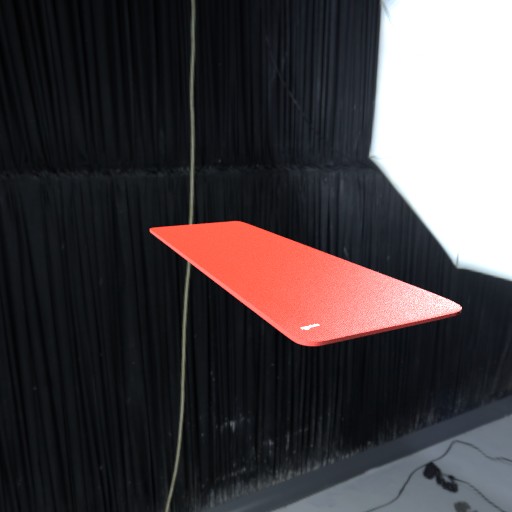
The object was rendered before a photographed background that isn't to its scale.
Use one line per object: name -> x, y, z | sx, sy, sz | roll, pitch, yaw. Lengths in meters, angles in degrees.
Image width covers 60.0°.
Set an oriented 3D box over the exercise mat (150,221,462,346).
exercise mat -> 0.000, 0.000, 2.104 | 0.616, 0.021, 1.869 | -7, 16, -25
